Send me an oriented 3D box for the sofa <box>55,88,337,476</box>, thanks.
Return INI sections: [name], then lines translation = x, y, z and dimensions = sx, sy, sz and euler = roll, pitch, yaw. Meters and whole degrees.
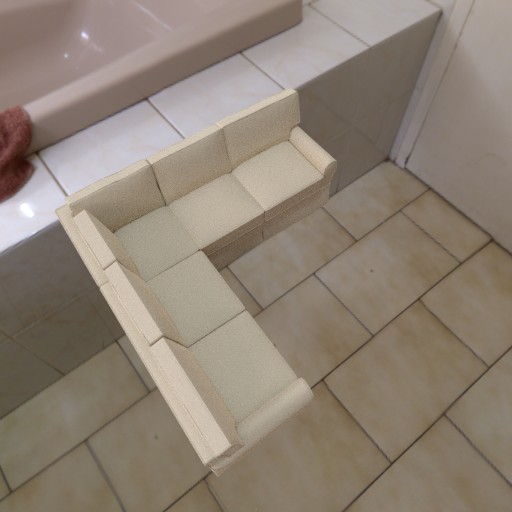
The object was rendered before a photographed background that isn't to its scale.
[sofa]
translation = 0.000, 0.000, 4.052
dimensions = 2.597, 1.070, 2.591
euler = -32, 65, -17
